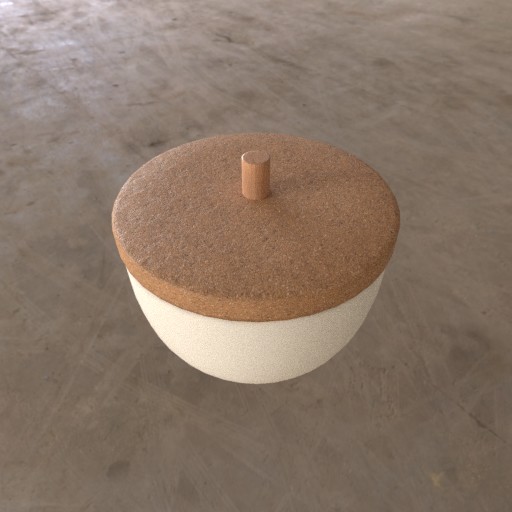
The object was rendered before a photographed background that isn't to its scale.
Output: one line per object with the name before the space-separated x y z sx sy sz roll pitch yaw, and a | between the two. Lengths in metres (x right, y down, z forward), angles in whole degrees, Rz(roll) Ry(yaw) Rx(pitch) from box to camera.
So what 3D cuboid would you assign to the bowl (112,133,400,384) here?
bowl | 0.000 0.000 0.221 0.126 0.110 0.126 0 42 0
